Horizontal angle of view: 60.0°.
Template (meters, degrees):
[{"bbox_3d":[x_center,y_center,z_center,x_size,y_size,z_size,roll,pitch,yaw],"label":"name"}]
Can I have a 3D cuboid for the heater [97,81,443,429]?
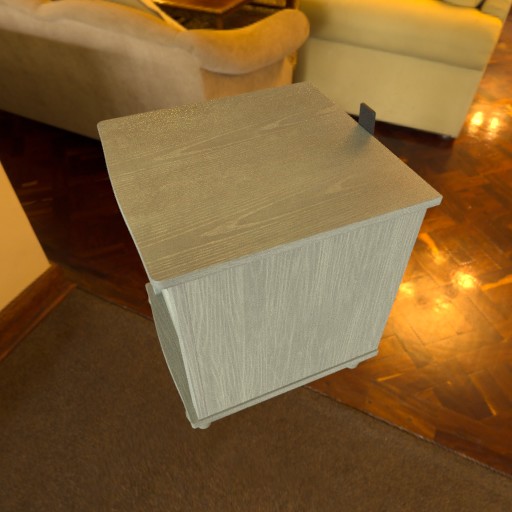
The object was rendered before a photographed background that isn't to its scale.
[{"bbox_3d":[0.000,0.000,0.772,0.400,0.481,0.362,-17,48,-16],"label":"heater"}]
